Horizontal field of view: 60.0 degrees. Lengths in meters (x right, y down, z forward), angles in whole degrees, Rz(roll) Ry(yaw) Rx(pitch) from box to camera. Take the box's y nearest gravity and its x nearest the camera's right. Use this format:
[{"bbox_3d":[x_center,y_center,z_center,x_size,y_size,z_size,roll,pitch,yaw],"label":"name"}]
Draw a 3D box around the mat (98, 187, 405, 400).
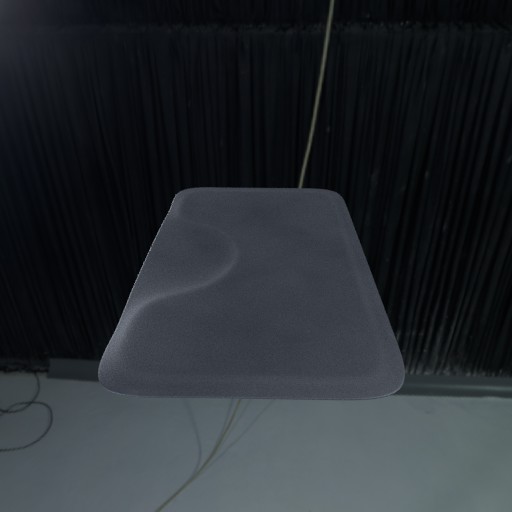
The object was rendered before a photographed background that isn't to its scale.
[{"bbox_3d":[0.000,0.000,1.866,0.918,0.013,1.524,1,31,1],"label":"mat"}]
